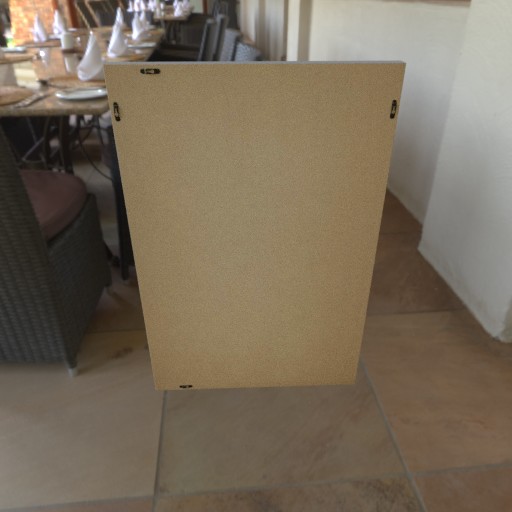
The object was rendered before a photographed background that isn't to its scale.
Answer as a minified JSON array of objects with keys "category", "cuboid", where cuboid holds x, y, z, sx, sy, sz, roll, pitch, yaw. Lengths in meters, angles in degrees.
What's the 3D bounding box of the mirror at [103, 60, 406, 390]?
[{"category":"mirror","cuboid":[0.000,0.000,1.135,0.609,0.915,0.040,-1,31,-2]}]
